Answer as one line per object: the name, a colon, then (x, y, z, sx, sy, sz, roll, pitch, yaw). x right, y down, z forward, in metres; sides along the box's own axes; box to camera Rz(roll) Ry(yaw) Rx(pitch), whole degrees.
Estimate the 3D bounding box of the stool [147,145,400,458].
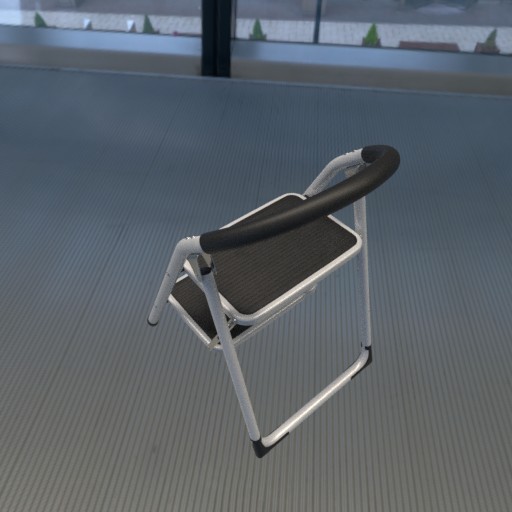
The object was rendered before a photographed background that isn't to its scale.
stool: (0.000, 0.000, 1.092, 0.453, 0.760, 0.559, -31, 54, -26)
